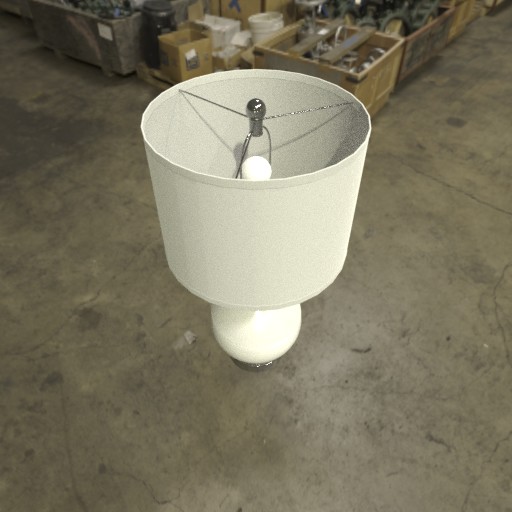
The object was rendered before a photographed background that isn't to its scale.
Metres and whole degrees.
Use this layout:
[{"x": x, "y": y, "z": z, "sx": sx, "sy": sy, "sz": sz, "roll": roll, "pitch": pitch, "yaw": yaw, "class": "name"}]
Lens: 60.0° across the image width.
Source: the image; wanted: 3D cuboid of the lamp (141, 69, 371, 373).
[{"x": 0.000, "y": 0.000, "z": 0.913, "sx": 0.357, "sy": 0.673, "sz": 0.357, "roll": 30, "pitch": 52, "yaw": 27, "class": "lamp"}]
